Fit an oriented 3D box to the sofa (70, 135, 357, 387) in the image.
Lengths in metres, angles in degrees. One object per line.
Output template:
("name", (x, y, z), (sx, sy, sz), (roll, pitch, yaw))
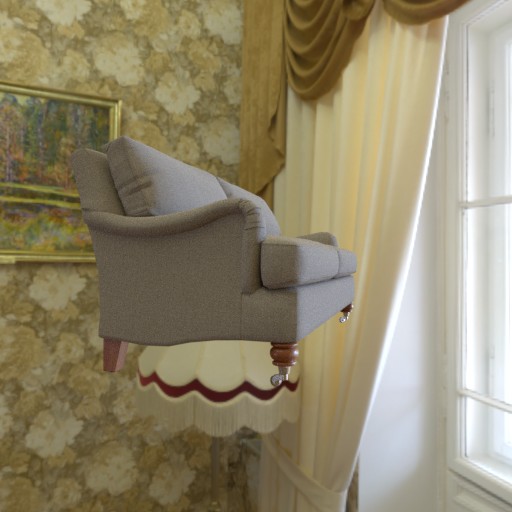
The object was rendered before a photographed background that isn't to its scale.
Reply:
("sofa", (0.000, 0.000, 2.796), (1.087, 1.054, 2.160), (0, -1, 18))
